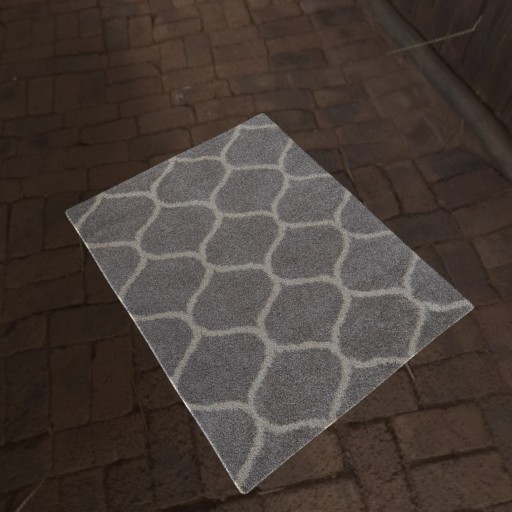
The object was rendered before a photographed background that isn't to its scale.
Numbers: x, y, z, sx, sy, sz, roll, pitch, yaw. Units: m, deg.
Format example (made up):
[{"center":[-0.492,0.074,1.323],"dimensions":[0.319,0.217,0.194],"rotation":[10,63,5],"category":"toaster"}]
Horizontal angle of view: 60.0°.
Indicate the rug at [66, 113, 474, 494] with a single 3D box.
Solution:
[{"center":[0.000,0.000,4.010],"dimensions":[2.399,0.026,3.000],"rotation":[-32,63,-18],"category":"rug"}]
